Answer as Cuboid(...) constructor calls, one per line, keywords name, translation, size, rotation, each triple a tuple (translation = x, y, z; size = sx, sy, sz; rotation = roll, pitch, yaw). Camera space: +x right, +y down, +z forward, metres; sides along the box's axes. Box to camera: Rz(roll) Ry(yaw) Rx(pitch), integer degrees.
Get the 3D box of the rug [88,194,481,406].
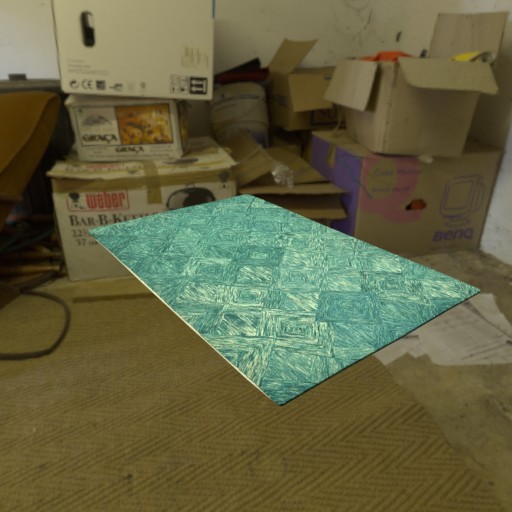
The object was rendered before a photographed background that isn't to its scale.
Cuboid(name="rug", translation=(0.000, 0.000, 2.220), size=(1.136, 0.017, 1.728), rotation=(-18, 31, -33))
